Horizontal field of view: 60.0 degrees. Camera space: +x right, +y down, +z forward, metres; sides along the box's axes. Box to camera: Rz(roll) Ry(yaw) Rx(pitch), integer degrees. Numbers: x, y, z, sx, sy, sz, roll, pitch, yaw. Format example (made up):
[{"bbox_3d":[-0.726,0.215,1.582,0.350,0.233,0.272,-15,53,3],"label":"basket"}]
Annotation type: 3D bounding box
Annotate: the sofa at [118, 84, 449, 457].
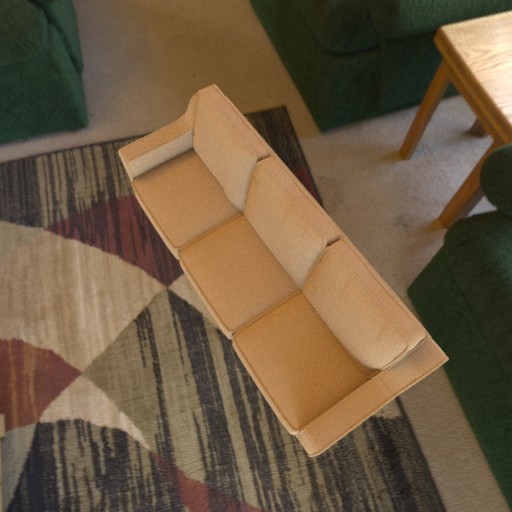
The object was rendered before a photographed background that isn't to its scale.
[{"bbox_3d":[0.000,0.000,2.631,0.791,0.902,2.131,-31,68,-14],"label":"sofa"}]
